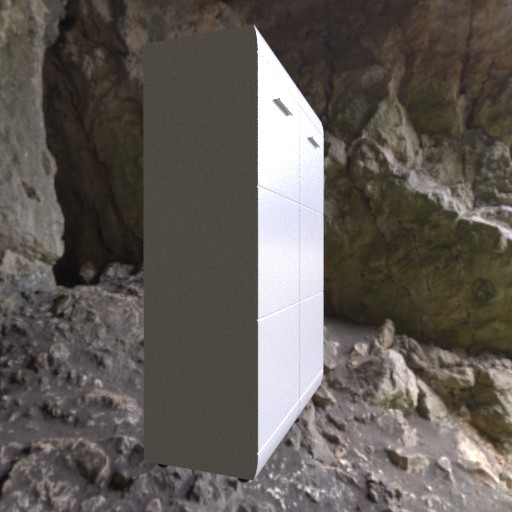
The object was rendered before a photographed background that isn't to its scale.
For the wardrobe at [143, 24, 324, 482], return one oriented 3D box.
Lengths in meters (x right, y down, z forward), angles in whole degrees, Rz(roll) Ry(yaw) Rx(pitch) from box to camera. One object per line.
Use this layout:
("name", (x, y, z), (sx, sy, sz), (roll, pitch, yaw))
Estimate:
("wardrobe", (0.000, 0.000, 1.619), (0.360, 1.200, 0.900), (0, 0, 19))
